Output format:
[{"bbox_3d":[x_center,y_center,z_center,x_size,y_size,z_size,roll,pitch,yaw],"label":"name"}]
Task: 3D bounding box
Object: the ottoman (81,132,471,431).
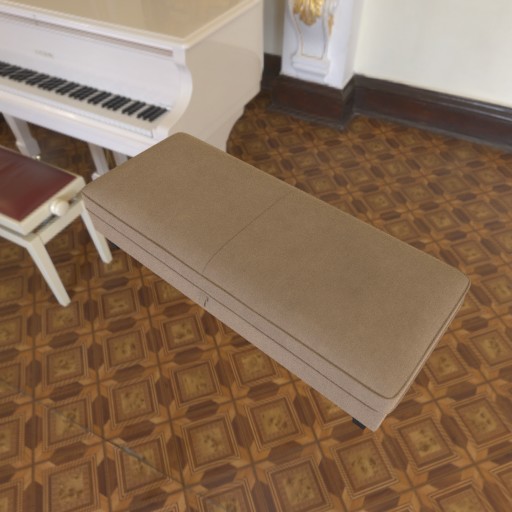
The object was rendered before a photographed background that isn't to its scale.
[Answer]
[{"bbox_3d":[0.000,0.000,2.092,1.726,0.460,0.735,31,55,25],"label":"ottoman"}]
